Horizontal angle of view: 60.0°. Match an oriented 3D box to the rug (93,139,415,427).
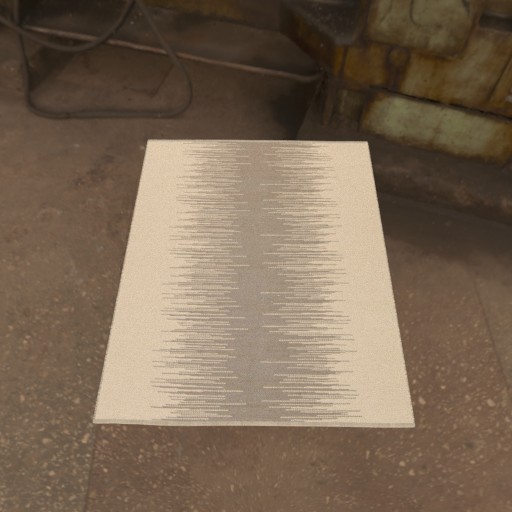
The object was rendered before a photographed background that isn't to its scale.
[{"bbox_3d":[0.000,0.000,4.155,2.453,0.010,3.037,1,58,0],"label":"rug"}]
